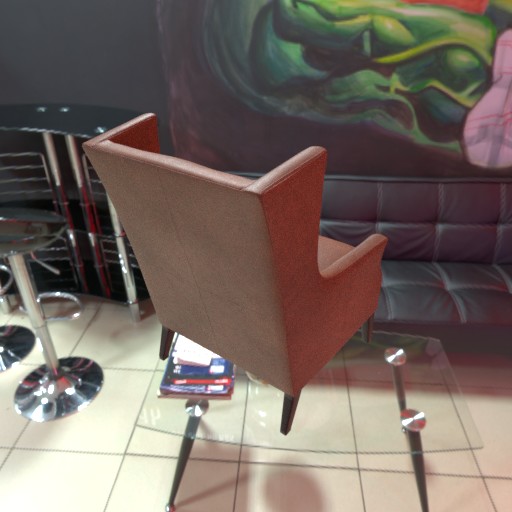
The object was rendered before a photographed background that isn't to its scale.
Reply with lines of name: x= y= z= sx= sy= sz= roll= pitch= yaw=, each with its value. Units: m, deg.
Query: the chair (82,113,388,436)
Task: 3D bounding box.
chair: x=0.000 y=0.000 z=1.780 sx=0.815 sy=1.088 sz=0.913 roll=21 pitch=36 yaw=31
